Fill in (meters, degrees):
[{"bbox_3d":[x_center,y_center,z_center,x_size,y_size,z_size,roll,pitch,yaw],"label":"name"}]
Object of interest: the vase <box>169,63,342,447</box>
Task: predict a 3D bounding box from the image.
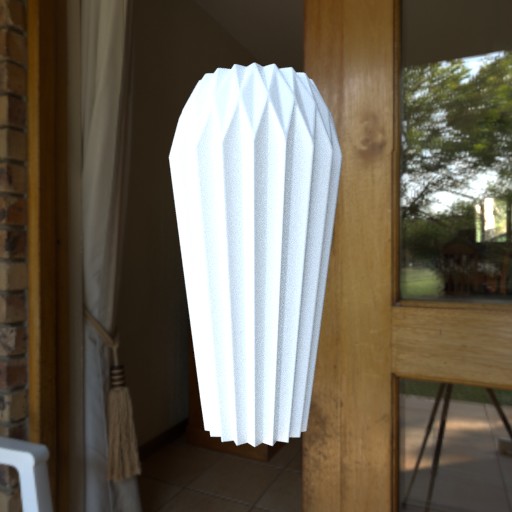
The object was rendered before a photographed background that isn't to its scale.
[{"bbox_3d":[0.000,0.000,0.345,0.133,0.263,0.133,0,1,0],"label":"vase"}]
